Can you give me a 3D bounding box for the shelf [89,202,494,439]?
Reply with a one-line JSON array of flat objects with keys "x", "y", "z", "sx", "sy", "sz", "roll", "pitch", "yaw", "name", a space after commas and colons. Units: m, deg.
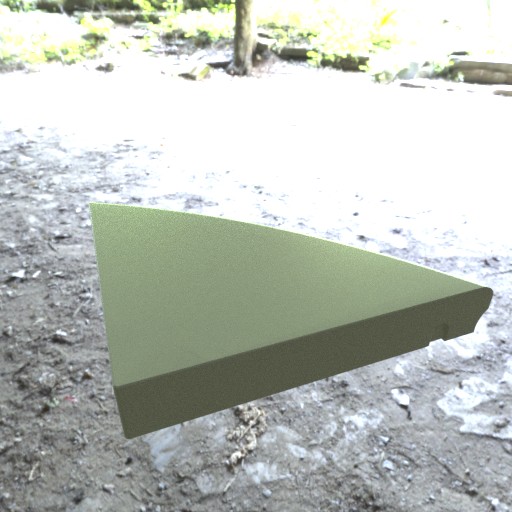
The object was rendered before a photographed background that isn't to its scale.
[{"x": 0.000, "y": 0.000, "z": 0.457, "sx": 0.310, "sy": 0.050, "sz": 0.310, "roll": -11, "pitch": 33, "yaw": -18, "name": "shelf"}]
